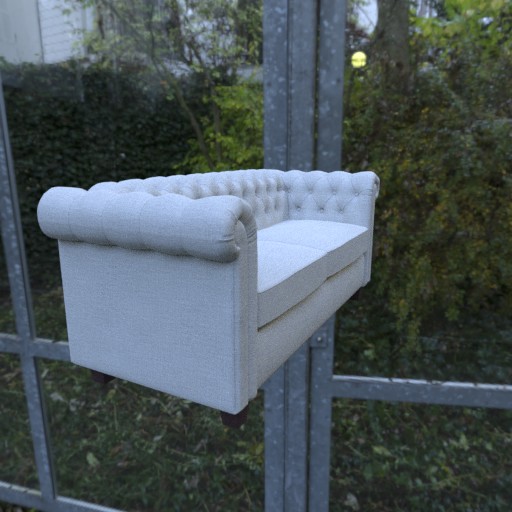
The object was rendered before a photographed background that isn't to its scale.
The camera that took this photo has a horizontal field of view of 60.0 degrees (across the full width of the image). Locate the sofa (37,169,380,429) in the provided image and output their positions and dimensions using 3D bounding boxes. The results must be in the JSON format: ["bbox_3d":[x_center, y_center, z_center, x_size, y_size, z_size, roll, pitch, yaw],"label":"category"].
[{"bbox_3d":[0.000,0.000,2.196,0.783,0.797,1.798,7,15,27],"label":"sofa"}]
